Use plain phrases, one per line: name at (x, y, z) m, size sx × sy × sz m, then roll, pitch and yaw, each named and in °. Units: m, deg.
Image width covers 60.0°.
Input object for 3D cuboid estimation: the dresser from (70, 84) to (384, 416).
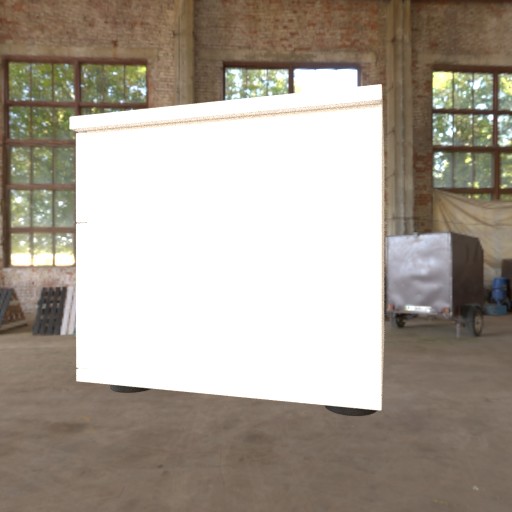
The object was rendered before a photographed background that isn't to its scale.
dresser at (0.000, 0.000, 0.724) m, size 0.400 × 0.360 × 0.430 m, roll 0°, pitch 0°, yaw 16°
